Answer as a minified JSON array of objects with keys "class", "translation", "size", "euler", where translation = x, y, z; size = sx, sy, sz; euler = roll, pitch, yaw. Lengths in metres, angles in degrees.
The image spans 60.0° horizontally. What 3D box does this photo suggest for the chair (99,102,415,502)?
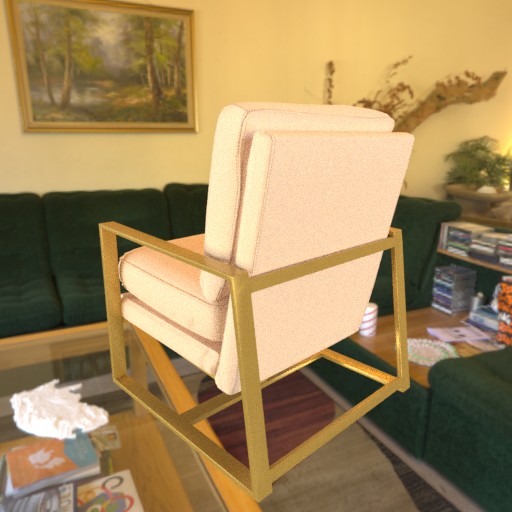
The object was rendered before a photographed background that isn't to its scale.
[{"class":"chair","translation":[0.000,0.000,1.498],"size":[0.758,0.956,0.813],"euler":[-14,20,-42]}]
